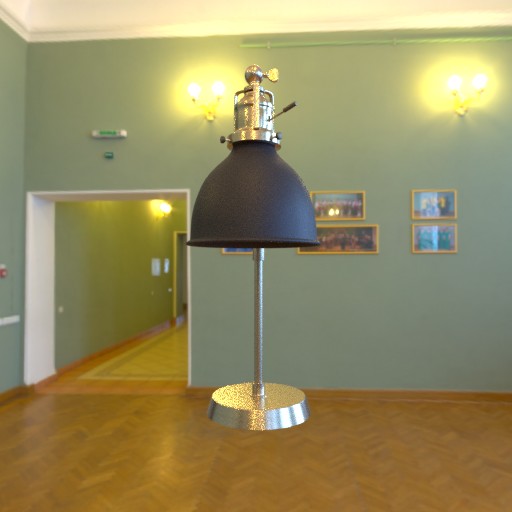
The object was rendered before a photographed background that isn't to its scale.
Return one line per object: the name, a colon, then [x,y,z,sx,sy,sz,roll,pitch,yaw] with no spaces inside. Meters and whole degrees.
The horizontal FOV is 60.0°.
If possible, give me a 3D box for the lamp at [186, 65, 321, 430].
lamp: [0.000,0.000,0.594,0.160,0.456,0.291,0,-1,3]
